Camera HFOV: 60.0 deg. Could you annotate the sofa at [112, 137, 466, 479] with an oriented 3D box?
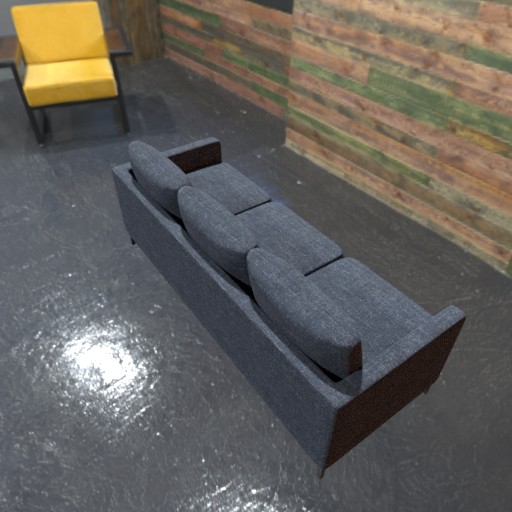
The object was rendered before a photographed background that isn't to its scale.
[{"bbox_3d":[0.000,0.000,2.668,0.859,0.874,2.218,-25,47,-26],"label":"sofa"}]
